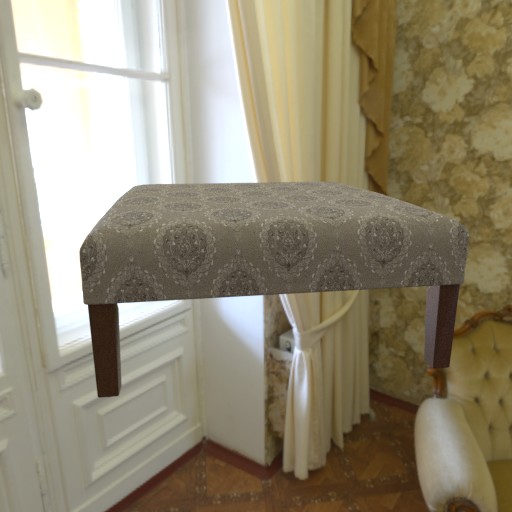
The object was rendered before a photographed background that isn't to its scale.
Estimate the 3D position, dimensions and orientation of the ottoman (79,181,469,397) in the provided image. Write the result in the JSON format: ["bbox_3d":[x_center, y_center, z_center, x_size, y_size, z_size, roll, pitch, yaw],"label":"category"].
[{"bbox_3d":[0.000,0.000,1.435,0.889,0.411,0.890,-2,15,-9],"label":"ottoman"}]
